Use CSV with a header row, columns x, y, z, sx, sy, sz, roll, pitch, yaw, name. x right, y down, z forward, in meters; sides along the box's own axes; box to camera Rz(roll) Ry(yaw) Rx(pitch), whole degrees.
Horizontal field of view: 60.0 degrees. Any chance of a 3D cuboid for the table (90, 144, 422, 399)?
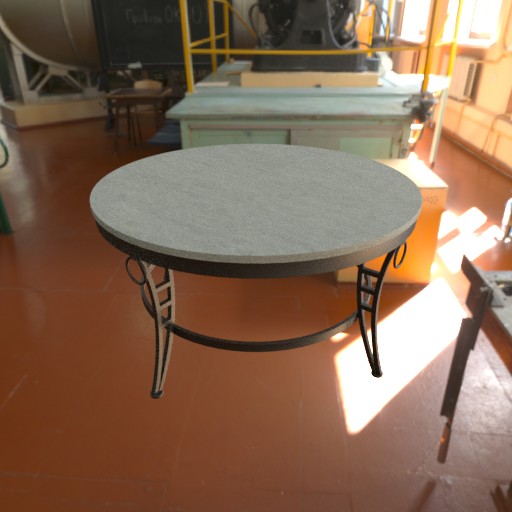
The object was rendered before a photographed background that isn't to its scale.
x,y,z,sx,sy,sz,roll,pitch,yaw,name
0.000,0.000,1.357,0.889,0.470,0.889,0,28,0,table
